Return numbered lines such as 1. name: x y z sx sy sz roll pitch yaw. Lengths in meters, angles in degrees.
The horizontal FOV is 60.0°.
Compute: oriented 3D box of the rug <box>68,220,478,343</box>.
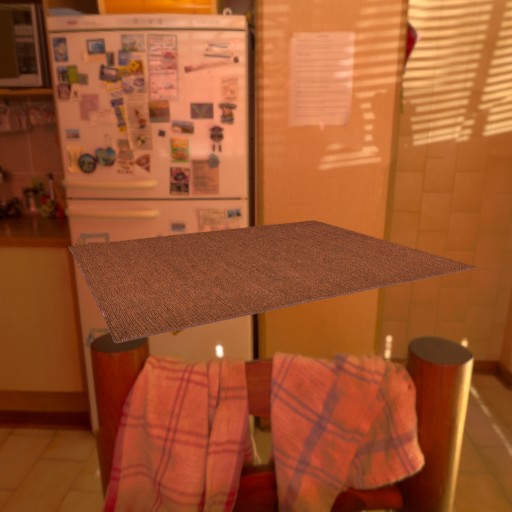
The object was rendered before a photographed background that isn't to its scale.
1. rug: 0.000 0.000 4.192 3.068 0.021 2.456 -8 17 -27
